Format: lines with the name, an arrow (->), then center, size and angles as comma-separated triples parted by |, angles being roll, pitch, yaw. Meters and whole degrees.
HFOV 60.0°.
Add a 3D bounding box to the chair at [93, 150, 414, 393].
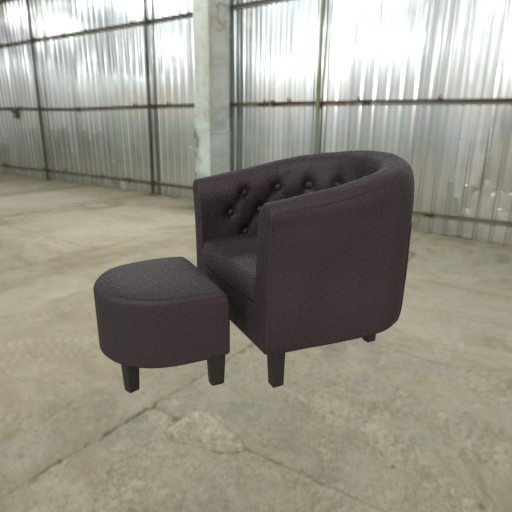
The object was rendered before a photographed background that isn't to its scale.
chair -> 0.000, 0.000, 1.699 | 1.191, 0.760, 0.763 | -8, 18, -25
